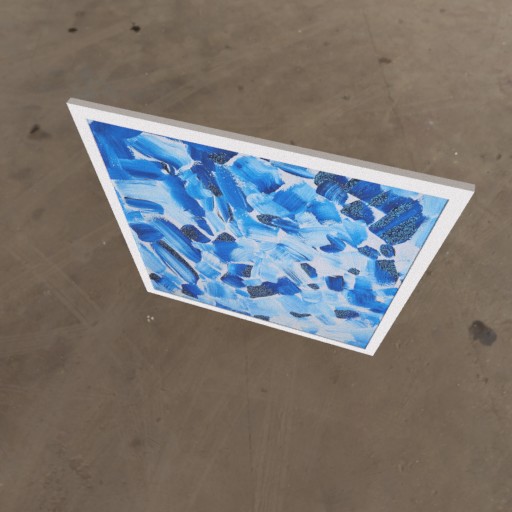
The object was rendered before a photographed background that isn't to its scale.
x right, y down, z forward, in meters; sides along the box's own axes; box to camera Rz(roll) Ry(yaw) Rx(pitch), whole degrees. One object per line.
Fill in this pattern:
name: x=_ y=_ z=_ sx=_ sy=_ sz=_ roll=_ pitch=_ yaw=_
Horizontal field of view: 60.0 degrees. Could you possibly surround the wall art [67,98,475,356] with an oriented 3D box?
wall art: x=0.000 y=0.000 z=0.969 sx=0.660 sy=0.660 sz=0.015 roll=15 pitch=58 yaw=9
